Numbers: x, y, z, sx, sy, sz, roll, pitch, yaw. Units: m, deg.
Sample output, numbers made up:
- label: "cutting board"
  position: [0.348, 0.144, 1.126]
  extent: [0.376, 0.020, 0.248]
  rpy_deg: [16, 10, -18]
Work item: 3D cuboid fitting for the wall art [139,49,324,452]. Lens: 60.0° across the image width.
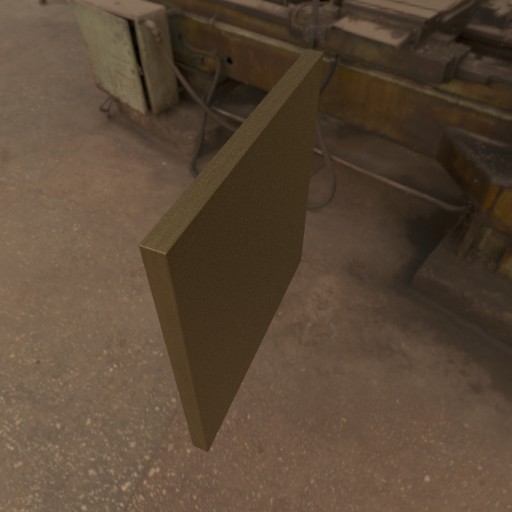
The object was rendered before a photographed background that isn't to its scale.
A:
- label: "wall art"
  position: [0.000, 0.000, 0.761]
  extent: [0.031, 0.506, 0.503]
  rpy_deg: [17, 49, 16]
